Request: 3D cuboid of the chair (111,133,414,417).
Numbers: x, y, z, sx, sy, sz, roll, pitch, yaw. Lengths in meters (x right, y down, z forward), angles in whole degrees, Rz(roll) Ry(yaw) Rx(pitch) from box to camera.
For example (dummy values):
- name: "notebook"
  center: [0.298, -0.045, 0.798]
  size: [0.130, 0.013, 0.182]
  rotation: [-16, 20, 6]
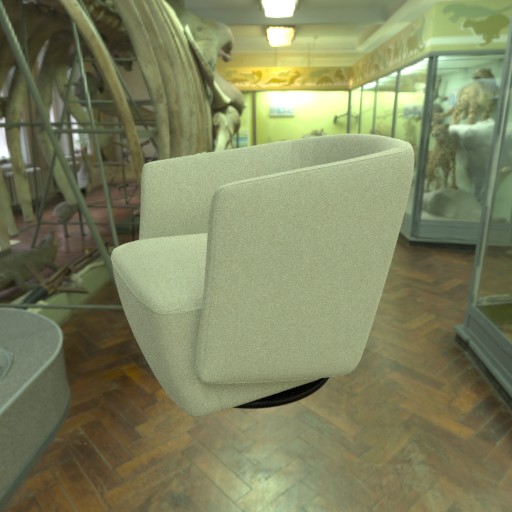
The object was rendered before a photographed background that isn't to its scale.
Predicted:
- name: "chair"
  center: [0.000, 0.000, 1.639]
  size: [0.986, 0.861, 0.822]
  rotation: [-8, 19, -26]
